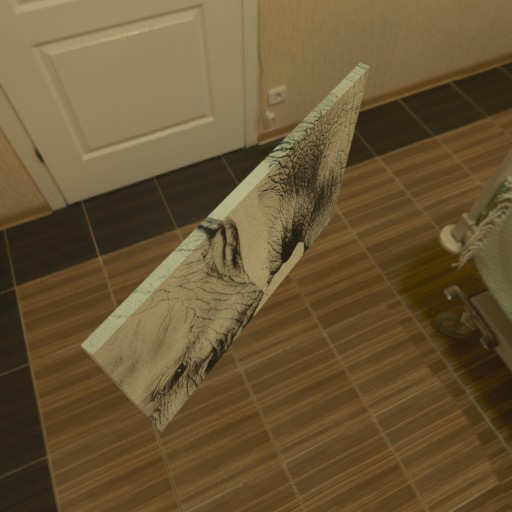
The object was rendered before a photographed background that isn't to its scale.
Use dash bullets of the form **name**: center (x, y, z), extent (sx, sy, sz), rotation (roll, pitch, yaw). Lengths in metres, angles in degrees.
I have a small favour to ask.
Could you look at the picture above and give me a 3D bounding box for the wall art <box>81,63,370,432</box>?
- **wall art**: center (0.000, 0.000, 1.444), extent (0.035, 0.758, 1.141), rotation (32, 63, 18)
